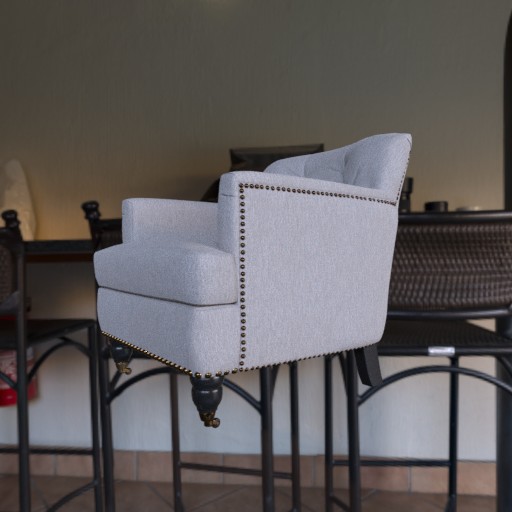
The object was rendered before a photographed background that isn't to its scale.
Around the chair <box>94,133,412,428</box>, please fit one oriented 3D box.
[{"bbox_3d":[0.000,0.000,1.500,0.902,0.823,0.737,0,1,-37],"label":"chair"}]
